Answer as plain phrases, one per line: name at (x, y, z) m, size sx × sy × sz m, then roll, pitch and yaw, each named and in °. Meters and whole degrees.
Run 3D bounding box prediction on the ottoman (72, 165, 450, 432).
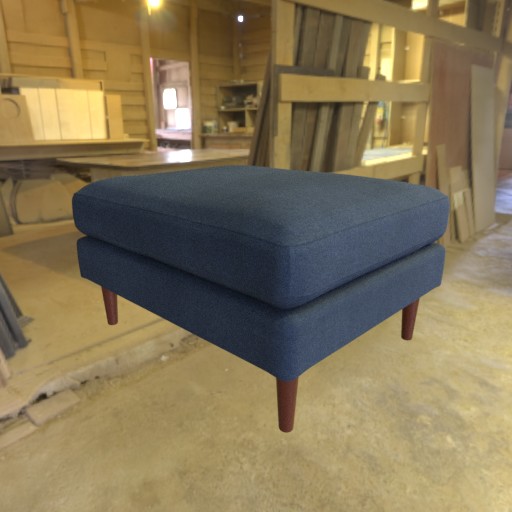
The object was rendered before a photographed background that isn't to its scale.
ottoman at (0.000, 0.000, 1.268) m, size 0.821 × 0.474 × 0.693 m, roll 16°, pitch 24°, yaw 41°
